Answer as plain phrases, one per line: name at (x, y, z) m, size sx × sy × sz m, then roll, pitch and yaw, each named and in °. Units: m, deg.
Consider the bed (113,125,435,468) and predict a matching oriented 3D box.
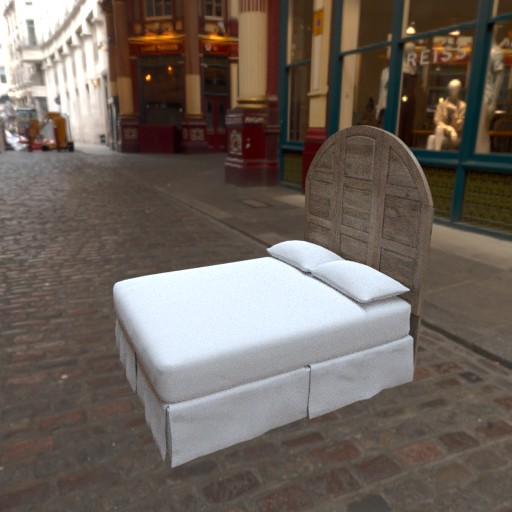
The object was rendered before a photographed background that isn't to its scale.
bed at (0.000, 0.000, 3.566) m, size 2.112 × 2.002 × 1.713 m, roll -9°, pitch 19°, yaw -26°
